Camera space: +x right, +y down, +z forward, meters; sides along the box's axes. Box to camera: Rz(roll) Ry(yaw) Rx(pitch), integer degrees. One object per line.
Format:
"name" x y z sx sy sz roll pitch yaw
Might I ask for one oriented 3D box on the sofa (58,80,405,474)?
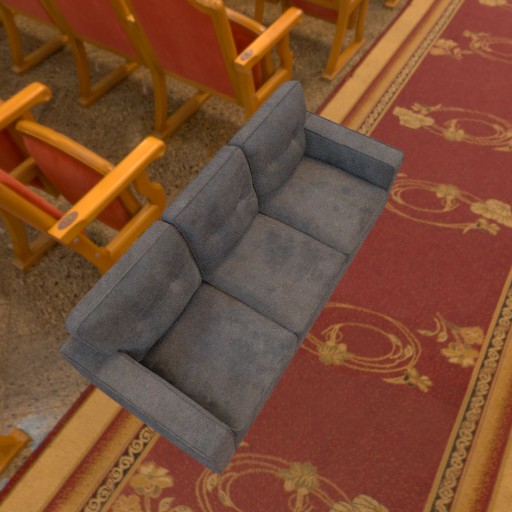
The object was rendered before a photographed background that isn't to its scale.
"sofa" 0.000 0.000 2.599 0.939 0.965 2.133 29 63 16
